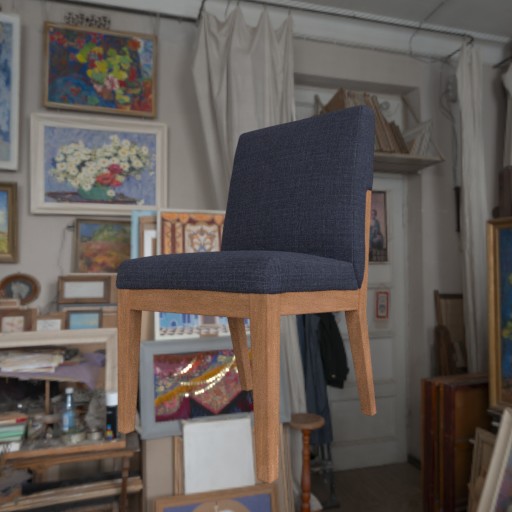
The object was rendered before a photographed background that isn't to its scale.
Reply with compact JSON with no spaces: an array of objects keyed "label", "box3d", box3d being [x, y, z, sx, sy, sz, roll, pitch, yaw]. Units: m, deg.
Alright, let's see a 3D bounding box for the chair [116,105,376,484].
[{"label":"chair","box3d":[0.000,0.000,1.236,0.507,0.911,0.586,-2,-3,37]}]
